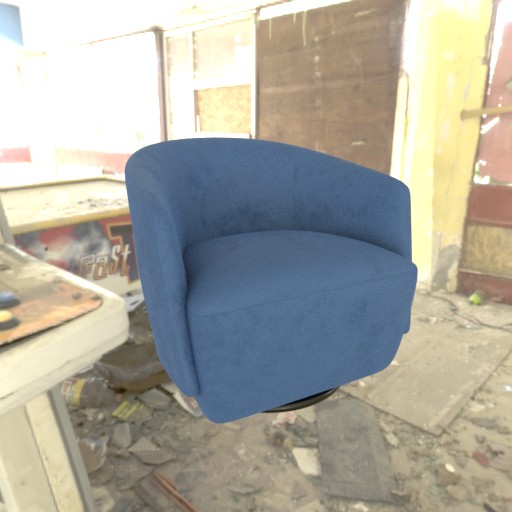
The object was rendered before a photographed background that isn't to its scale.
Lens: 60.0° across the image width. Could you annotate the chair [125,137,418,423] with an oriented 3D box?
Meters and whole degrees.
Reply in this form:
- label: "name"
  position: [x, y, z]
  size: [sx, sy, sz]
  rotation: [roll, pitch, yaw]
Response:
- label: "chair"
  position: [0.000, 0.000, 1.382]
  size: [0.773, 0.698, 0.767]
  rotation: [-9, 19, -27]
